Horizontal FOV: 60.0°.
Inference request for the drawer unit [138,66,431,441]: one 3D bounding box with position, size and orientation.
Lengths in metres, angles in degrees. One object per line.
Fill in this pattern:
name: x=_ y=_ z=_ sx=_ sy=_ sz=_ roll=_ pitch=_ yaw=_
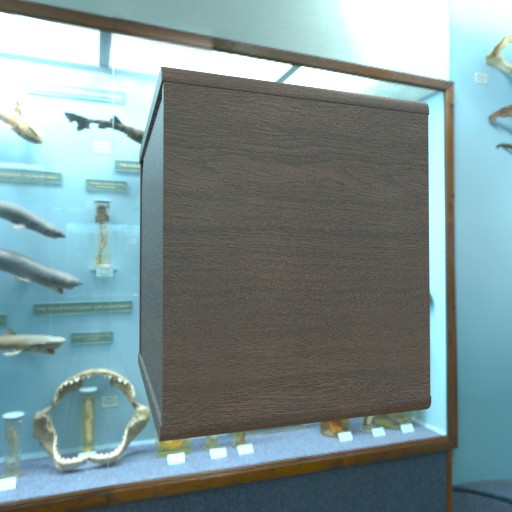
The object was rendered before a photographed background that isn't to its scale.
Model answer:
drawer unit: x=0.000 y=0.000 z=0.603 sx=0.290 sy=0.344 sz=0.344 roll=0 pitch=-1 yaw=-18
